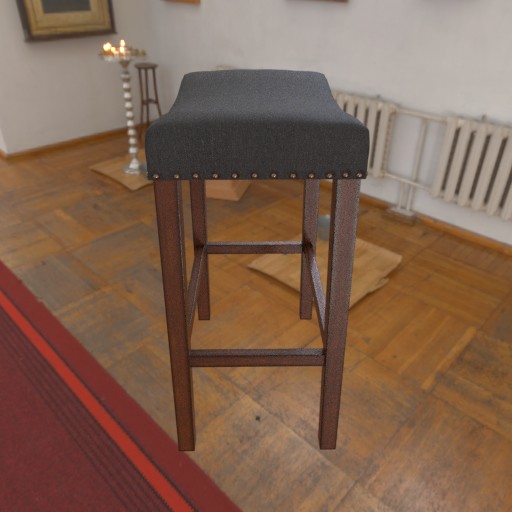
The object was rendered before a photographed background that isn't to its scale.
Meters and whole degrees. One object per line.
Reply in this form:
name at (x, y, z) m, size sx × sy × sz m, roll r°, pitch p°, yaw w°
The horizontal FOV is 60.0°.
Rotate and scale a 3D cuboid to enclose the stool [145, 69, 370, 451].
stool at (0.000, 0.000, 1.048) m, size 0.366 × 0.760 × 0.502 m, roll 0°, pitch 32°, yaw -1°
